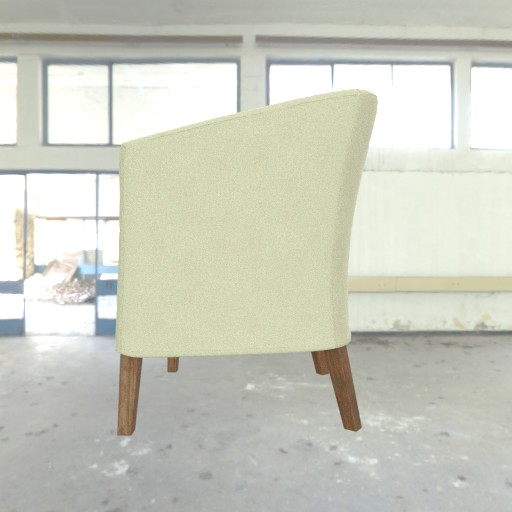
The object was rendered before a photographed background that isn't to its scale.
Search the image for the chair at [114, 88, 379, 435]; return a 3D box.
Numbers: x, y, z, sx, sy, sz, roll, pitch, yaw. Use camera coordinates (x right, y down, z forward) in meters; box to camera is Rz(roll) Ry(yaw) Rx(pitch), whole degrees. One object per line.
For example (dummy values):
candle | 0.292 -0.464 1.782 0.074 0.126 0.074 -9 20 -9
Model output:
chair | 0.000 0.000 1.304 0.657 0.822 0.643 0 0 0
